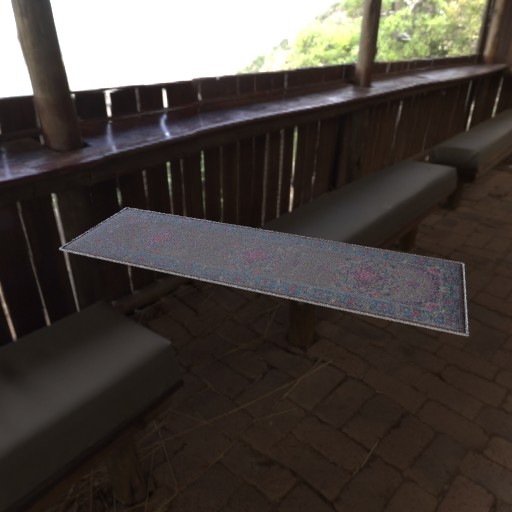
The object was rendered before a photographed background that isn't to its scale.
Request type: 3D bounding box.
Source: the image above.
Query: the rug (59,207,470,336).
[{"bbox_3d":[0.000,0.000,2.076,1.827,0.012,0.553,10,31,18],"label":"rug"}]
